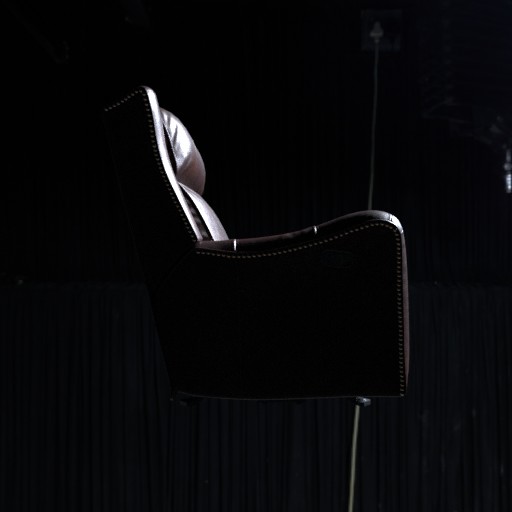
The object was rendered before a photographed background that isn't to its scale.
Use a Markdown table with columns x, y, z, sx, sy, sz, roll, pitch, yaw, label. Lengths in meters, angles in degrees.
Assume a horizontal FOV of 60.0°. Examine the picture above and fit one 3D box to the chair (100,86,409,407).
| x | y | z | sx | sy | sz | roll | pitch | yaw | label |
| --- | --- | --- | --- | --- | --- | --- | --- | --- | --- |
| 0.000 | 0.000 | 1.819 | 1.008 | 1.084 | 0.869 | 0 | -1 | 0 | chair |
